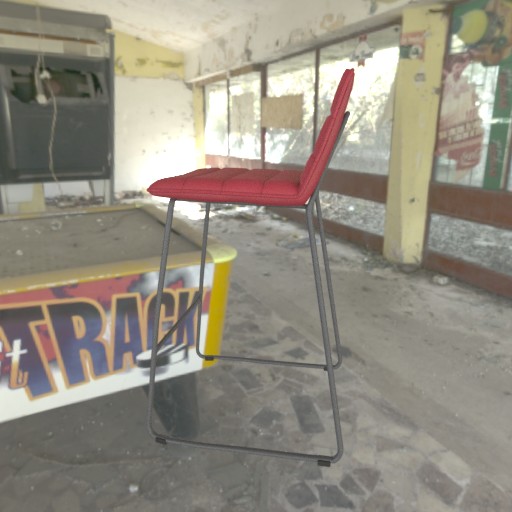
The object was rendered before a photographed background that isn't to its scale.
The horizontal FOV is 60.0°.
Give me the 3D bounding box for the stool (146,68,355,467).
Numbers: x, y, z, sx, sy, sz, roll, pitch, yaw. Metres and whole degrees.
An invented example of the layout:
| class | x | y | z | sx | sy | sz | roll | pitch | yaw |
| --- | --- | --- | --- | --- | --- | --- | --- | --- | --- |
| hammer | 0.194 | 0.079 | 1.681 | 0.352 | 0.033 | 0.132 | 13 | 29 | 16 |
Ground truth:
| class | x | y | z | sx | sy | sz | roll | pitch | yaw |
| --- | --- | --- | --- | --- | --- | --- | --- | --- | --- |
| stool | 0.000 | 0.000 | 1.249 | 0.524 | 0.937 | 0.489 | 3 | 16 | 10 |
